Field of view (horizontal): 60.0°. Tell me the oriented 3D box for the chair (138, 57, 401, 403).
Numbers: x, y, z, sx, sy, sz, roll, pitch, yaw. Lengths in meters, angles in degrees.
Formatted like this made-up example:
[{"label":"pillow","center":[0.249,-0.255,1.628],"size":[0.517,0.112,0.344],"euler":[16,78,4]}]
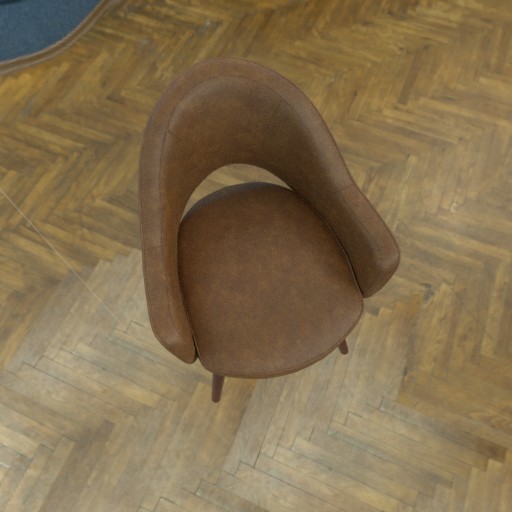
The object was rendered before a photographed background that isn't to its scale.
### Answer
[{"label":"chair","center":[0.000,0.000,1.205],"size":[0.591,0.777,0.640],"euler":[-18,65,-9]}]
